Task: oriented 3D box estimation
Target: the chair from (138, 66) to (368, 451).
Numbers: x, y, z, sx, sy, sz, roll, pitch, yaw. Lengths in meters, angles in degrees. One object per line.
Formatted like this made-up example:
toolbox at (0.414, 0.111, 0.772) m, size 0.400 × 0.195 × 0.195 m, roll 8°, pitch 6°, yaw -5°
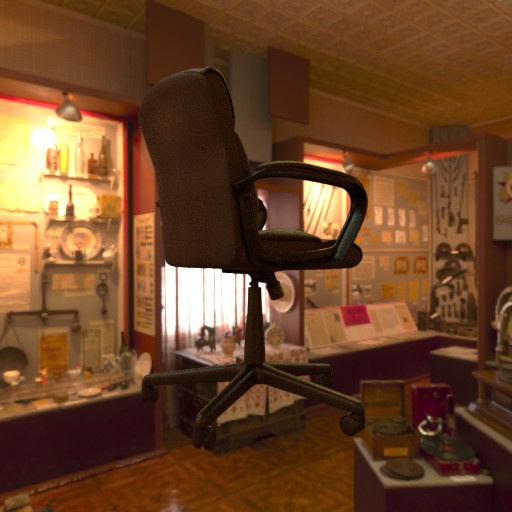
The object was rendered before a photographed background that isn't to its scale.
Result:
chair at (0.000, 0.000, 1.464) m, size 0.717 × 1.004 × 0.739 m, roll 0°, pitch 0°, yaw -36°
